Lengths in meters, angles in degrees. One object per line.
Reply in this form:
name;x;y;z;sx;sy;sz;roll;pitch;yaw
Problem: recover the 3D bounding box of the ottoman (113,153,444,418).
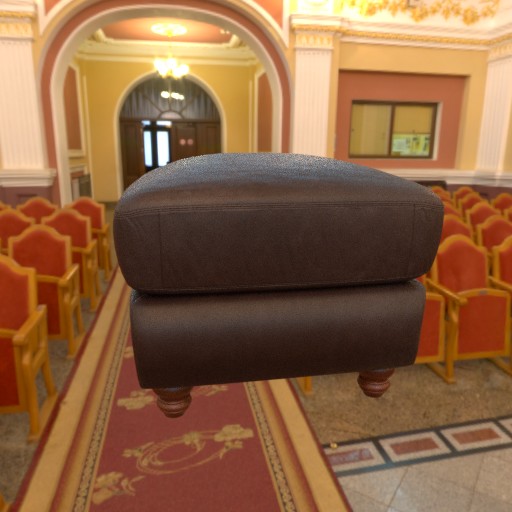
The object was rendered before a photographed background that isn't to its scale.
ottoman;0.000;0.000;1.256;0.670;0.569;0.806;-2;13;-10
